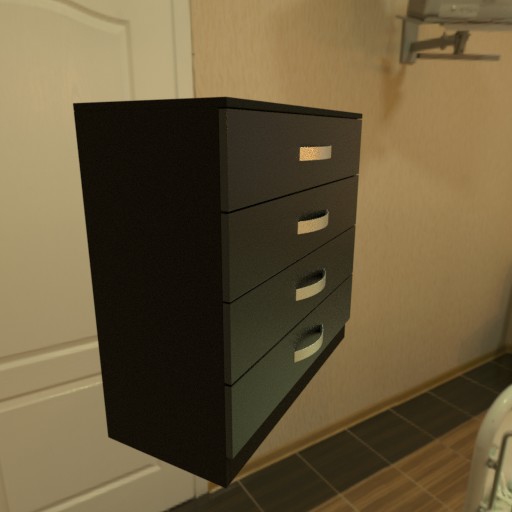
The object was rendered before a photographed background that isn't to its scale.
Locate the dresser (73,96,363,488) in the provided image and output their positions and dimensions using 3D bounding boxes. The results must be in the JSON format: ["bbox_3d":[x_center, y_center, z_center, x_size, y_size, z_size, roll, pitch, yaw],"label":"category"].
[{"bbox_3d":[0.000,0.000,1.146,0.360,0.720,0.750,8,18,27],"label":"dresser"}]
